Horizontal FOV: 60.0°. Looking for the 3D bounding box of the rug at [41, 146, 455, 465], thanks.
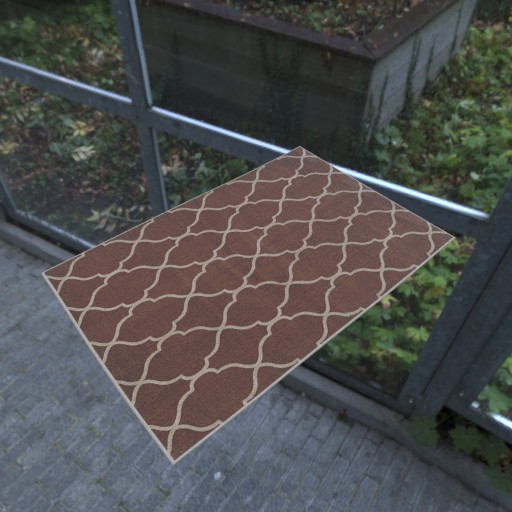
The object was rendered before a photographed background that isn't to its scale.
[{"bbox_3d":[0.000,0.000,2.904,2.294,0.014,1.528,-31,53,-27],"label":"rug"}]
